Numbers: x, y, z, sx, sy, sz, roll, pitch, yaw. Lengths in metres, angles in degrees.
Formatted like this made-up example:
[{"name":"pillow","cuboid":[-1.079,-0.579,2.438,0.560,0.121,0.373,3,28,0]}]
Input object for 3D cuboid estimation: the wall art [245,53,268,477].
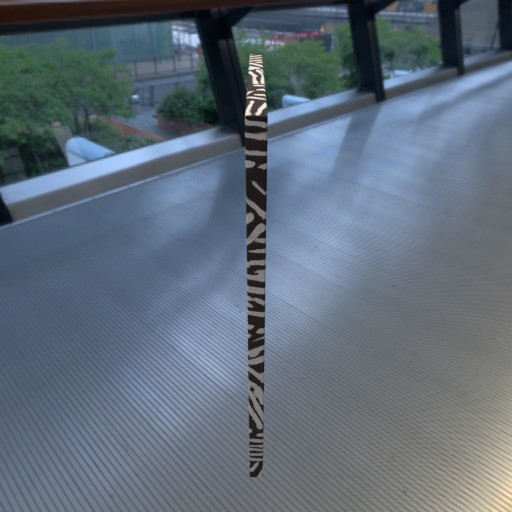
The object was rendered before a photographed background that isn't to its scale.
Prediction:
[{"name":"wall art","cuboid":[0.000,0.000,1.326,0.038,1.017,0.765,0,32,0]}]
